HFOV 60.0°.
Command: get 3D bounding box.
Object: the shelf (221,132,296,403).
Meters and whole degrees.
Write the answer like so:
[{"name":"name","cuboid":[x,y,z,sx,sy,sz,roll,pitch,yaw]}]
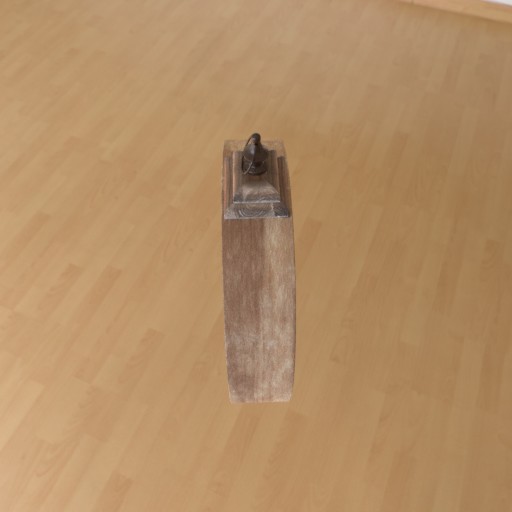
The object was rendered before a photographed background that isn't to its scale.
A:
[{"name":"shelf","cuboid":[0.000,0.000,1.003,0.125,0.725,0.601,-2,58,-1]}]
